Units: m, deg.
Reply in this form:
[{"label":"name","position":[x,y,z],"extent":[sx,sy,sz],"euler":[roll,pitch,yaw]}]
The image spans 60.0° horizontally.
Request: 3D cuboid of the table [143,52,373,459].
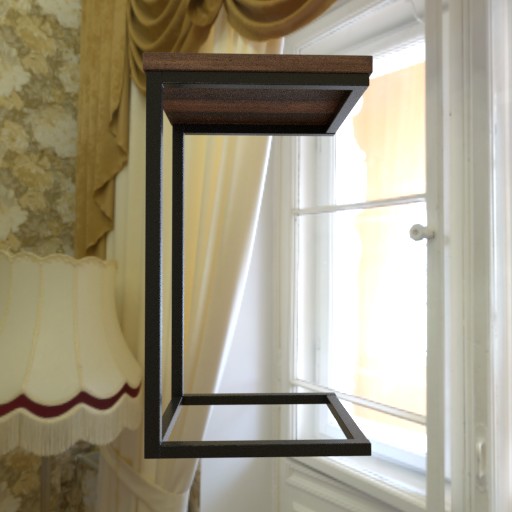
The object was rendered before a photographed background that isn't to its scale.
[{"label":"table","position":[0.000,0.000,0.947],"extent":[0.414,0.718,0.323],"euler":[0,-1,-2]}]
